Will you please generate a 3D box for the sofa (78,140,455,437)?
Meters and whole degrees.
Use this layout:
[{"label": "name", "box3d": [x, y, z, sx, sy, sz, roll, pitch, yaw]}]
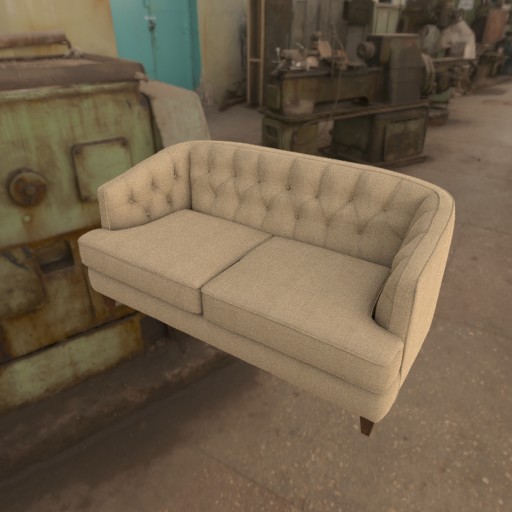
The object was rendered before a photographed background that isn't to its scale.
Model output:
[{"label": "sofa", "box3d": [0.000, 0.000, 2.272, 1.733, 0.855, 0.941, 18, 34, 29]}]
